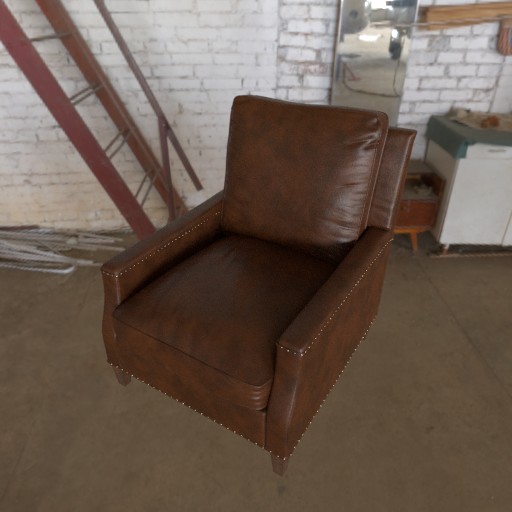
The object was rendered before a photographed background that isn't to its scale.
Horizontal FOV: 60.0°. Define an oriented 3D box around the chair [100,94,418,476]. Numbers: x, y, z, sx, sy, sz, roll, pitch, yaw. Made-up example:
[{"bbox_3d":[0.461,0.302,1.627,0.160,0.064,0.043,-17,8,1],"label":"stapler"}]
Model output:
[{"bbox_3d":[0.000,0.000,1.779,0.854,1.054,1.035,18,36,27],"label":"chair"}]
